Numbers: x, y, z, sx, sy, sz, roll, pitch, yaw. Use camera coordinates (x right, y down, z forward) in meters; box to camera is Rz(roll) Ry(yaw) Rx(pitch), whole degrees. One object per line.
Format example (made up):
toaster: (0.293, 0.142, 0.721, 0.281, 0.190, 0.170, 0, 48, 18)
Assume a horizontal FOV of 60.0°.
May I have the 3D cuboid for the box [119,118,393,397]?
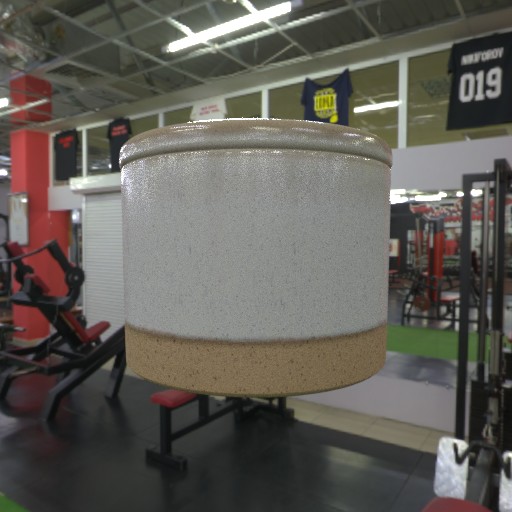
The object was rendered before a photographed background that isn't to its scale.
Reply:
box: (0.000, 0.000, 0.263, 0.154, 0.123, 0.154, 0, 2, 0)
